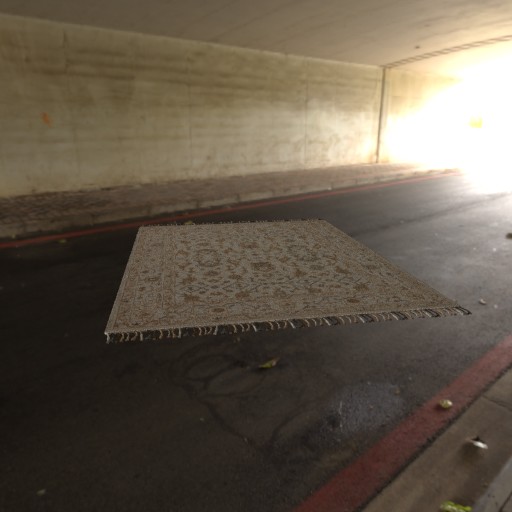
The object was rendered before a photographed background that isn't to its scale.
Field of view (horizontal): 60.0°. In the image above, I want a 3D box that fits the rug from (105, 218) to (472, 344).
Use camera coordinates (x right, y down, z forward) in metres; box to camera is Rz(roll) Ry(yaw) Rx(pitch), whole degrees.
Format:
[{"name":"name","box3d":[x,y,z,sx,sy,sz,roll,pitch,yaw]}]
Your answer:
[{"name":"rug","box3d":[0.000,0.000,2.291,1.278,0.009,1.726,-3,17,-10]}]
